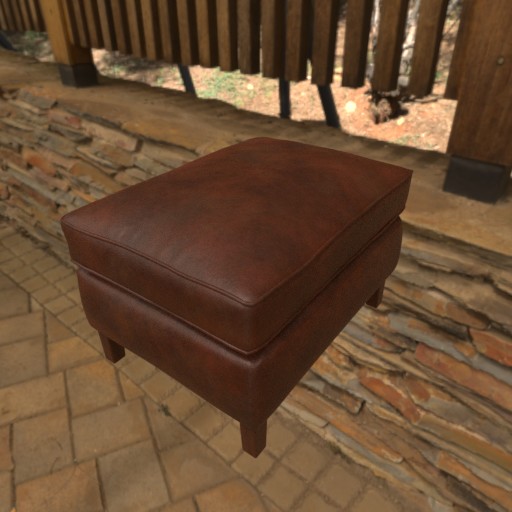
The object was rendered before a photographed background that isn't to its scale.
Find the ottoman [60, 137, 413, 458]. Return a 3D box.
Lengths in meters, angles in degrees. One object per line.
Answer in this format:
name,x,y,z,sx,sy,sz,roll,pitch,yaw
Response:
ottoman,0.000,0.000,1.023,0.501,0.432,0.665,21,38,30
